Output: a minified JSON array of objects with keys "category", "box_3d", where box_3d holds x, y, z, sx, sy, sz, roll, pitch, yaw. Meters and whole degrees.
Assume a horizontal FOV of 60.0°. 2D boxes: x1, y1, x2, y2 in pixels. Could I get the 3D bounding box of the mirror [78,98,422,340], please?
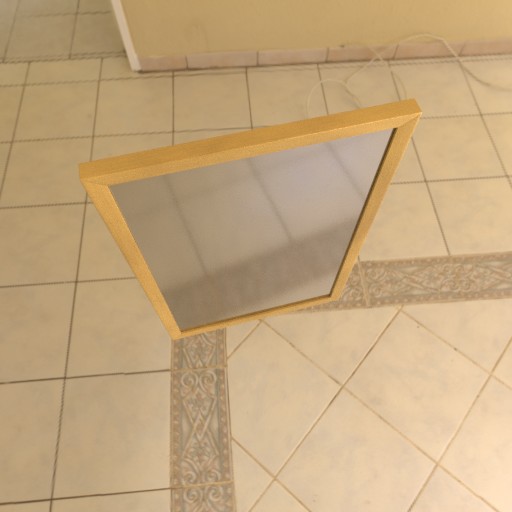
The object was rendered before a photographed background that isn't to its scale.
[{"category":"mirror","box_3d":[0.000,0.000,1.179,0.609,0.915,0.040,-13,64,-7]}]
